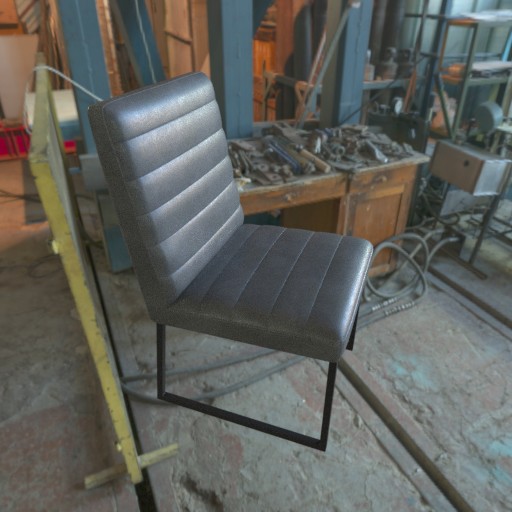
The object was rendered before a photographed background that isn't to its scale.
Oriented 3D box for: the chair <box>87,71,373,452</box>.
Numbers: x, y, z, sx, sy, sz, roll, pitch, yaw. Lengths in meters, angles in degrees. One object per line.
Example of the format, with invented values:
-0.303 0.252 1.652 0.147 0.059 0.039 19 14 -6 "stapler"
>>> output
0.000 0.000 1.307 0.634 0.930 0.520 11 33 17 "chair"
